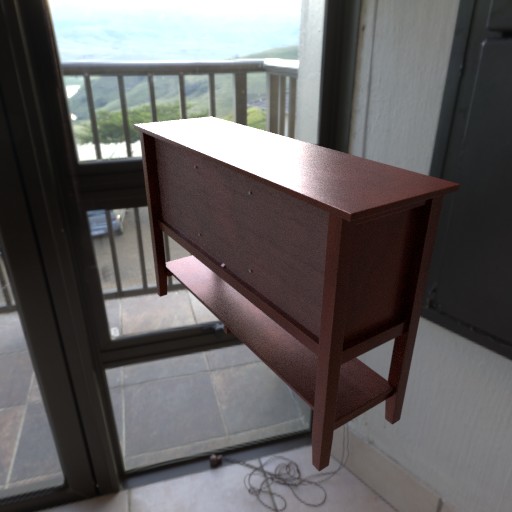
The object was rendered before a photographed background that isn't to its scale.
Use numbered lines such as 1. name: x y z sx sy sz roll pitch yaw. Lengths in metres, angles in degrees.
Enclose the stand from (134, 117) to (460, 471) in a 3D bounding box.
1. stand: 0.000 0.000 1.774 0.410 0.872 1.362 -16 30 -30
